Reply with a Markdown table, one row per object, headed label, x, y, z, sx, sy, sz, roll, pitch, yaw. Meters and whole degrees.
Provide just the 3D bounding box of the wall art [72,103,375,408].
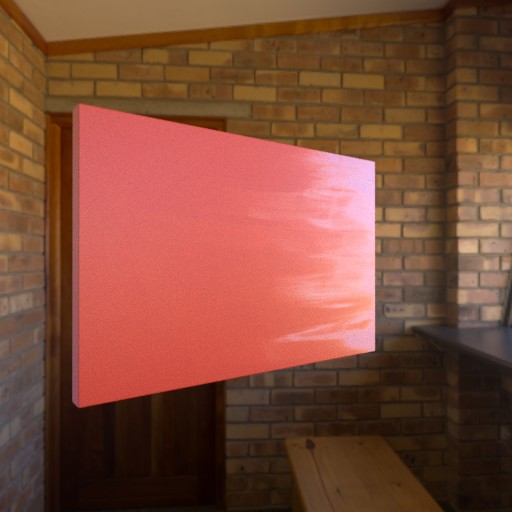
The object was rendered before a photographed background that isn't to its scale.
| label | x | y | z | sx | sy | sz | roll | pitch | yaw |
| --- | --- | --- | --- | --- | --- | --- | --- | --- | --- |
| wall art | 0.000 | 0.000 | 0.780 | 0.607 | 0.405 | 0.033 | 0 | 0 | -36 |
